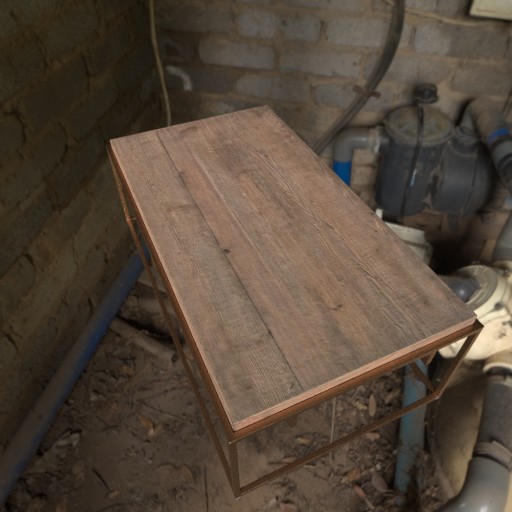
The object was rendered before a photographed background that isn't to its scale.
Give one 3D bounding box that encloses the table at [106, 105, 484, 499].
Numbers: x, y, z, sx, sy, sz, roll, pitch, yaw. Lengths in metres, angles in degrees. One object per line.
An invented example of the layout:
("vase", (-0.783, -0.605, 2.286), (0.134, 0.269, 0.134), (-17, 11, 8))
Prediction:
("table", (0.000, 0.000, 1.712), (0.775, 0.468, 1.387), (-18, 49, -17))
